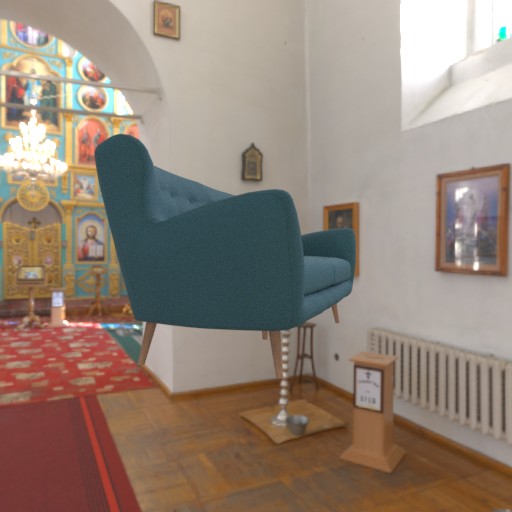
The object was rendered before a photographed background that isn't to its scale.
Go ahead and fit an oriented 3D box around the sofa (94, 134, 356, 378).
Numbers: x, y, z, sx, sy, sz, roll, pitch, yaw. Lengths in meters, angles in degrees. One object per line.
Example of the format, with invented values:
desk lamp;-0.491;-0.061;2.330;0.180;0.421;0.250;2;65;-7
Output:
sofa;0.000;0.000;2.397;0.889;0.890;1.930;0;-1;19
